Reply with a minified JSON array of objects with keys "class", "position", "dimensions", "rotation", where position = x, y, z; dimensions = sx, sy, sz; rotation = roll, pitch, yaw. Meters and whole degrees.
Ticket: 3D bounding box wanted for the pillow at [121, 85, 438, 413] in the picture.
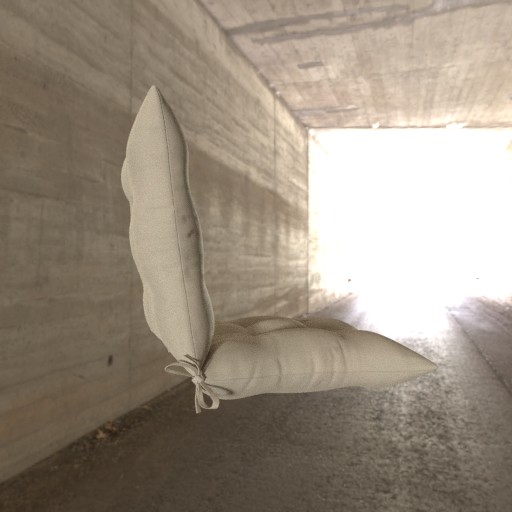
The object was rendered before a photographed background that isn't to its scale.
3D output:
[{"class":"pillow","position":[0.000,0.000,1.002],"dimensions":[0.585,0.536,0.541],"rotation":[0,-1,-17]}]
